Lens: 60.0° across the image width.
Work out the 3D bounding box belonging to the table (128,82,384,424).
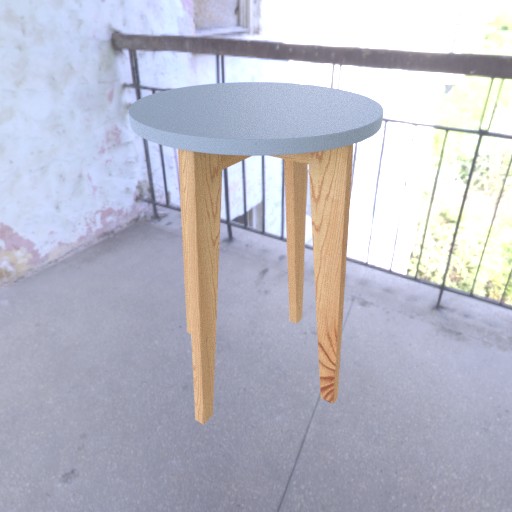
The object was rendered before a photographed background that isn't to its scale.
[{"bbox_3d":[0.000,0.000,0.754,0.350,0.500,0.350,0,31,0],"label":"table"}]
